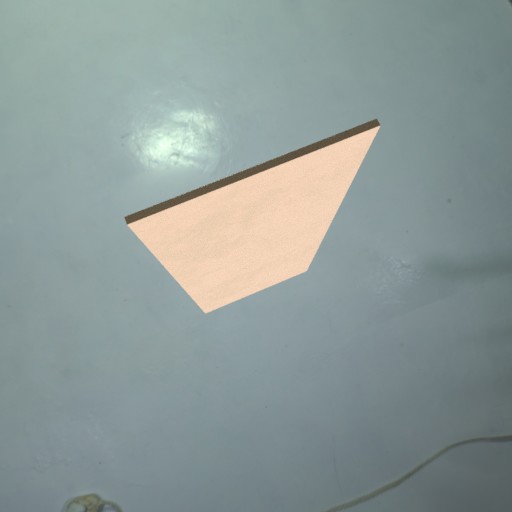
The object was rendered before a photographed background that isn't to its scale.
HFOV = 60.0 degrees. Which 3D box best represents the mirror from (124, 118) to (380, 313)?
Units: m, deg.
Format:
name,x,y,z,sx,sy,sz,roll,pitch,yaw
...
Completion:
name,x,y,z,sx,sy,sz,roll,pitch,yaw
mirror,0.000,0.000,2.294,0.812,2.031,0.026,-22,77,-6
